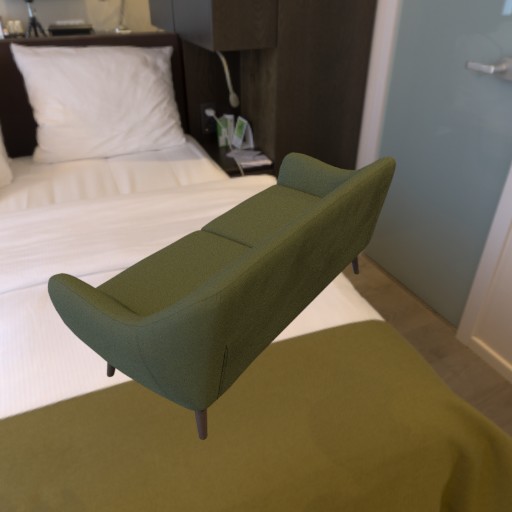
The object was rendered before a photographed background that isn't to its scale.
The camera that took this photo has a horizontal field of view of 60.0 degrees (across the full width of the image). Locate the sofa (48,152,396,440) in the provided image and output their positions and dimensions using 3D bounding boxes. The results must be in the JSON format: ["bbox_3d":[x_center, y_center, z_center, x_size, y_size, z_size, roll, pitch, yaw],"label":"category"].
[{"bbox_3d":[0.000,0.000,2.293,0.820,0.836,1.840,21,38,30],"label":"sofa"}]
